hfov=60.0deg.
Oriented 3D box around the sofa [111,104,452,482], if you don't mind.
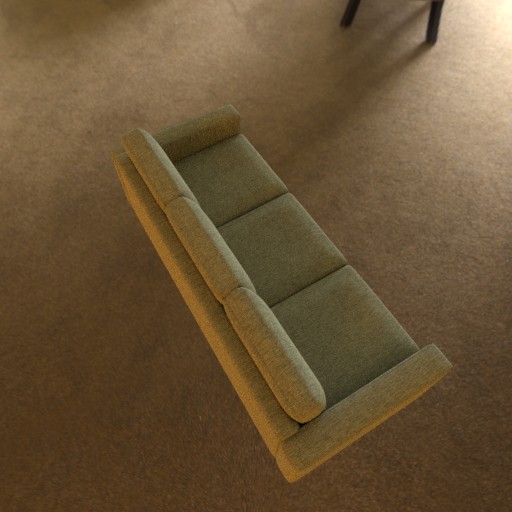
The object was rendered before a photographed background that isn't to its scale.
[{"bbox_3d":[0.000,0.000,2.561,0.900,0.800,2.160,-27,62,-16],"label":"sofa"}]
